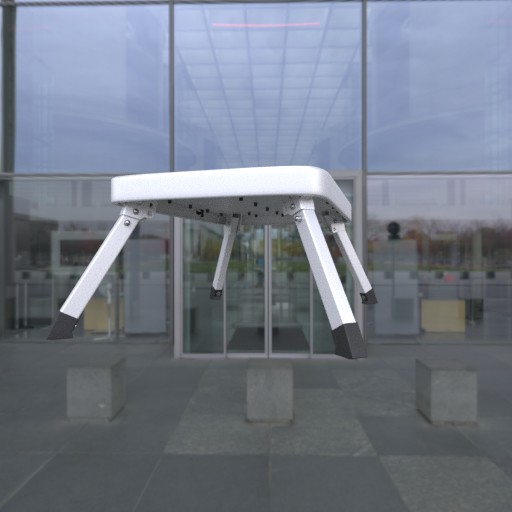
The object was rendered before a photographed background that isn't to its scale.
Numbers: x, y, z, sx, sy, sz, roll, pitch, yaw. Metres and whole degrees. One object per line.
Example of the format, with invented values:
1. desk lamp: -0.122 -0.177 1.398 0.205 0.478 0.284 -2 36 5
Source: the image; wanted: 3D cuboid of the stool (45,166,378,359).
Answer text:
1. stool: 0.000 0.000 0.619 0.320 0.170 0.460 0 0 16
